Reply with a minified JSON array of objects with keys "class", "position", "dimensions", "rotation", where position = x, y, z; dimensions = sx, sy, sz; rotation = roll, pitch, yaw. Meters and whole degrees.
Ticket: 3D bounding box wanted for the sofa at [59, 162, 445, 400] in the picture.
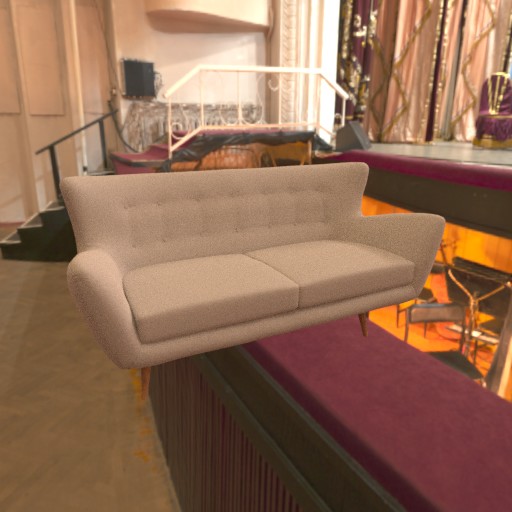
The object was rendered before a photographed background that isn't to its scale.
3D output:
[{"class":"sofa","position":[0.000,0.000,2.388],"dimensions":[1.930,0.890,0.899],"rotation":[-9,19,-27]}]
